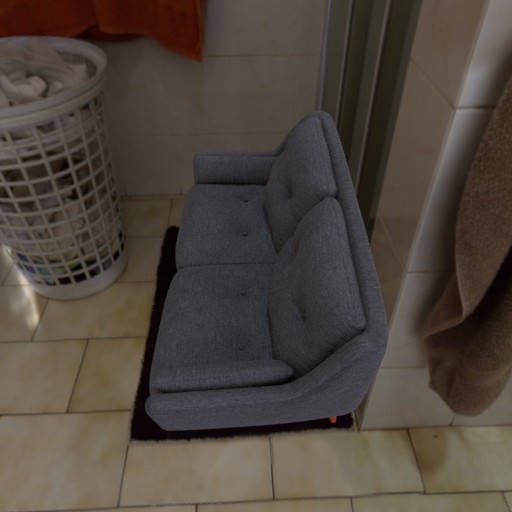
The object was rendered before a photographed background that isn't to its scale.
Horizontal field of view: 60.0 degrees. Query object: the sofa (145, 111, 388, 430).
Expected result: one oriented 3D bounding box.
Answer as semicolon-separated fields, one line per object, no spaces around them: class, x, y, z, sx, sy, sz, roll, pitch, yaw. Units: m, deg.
sofa;0.000;0.000;2.454;0.975;0.896;1.929;0;43;0
